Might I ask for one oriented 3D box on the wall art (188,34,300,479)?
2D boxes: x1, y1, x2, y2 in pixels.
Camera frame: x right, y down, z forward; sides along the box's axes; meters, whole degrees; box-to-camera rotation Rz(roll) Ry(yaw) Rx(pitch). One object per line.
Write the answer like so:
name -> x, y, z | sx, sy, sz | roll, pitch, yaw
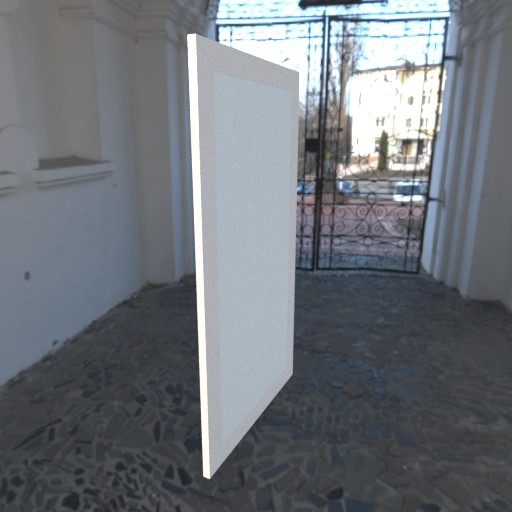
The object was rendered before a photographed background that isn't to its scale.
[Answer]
wall art -> 0.000, 0.000, 0.824 | 0.013, 0.683, 0.380 | 7, 16, 25
